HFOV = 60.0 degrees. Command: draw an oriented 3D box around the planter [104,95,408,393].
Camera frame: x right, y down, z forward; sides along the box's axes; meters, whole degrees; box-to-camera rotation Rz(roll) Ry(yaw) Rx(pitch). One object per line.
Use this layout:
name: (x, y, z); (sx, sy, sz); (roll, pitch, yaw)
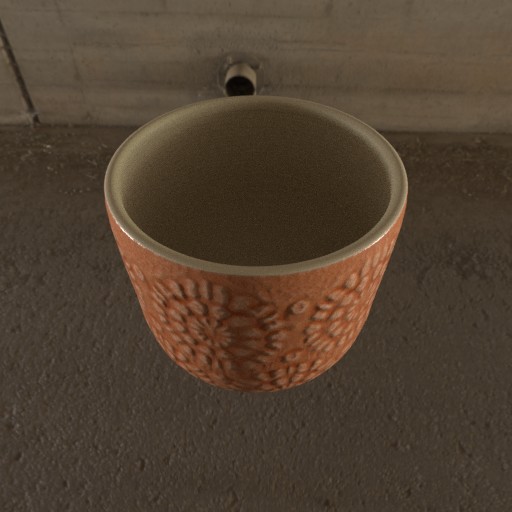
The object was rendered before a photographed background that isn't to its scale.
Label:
planter: (0.000, 0.000, 0.221); (0.124, 0.109, 0.124); (0, 46, 0)
